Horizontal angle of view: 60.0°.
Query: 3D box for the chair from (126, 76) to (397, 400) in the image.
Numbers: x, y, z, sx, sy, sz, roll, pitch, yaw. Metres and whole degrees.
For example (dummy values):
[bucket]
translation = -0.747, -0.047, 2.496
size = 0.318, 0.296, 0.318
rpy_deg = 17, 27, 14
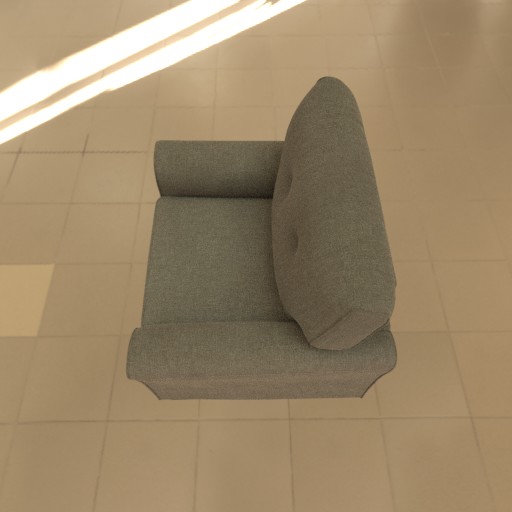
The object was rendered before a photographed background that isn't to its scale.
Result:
[chair]
translation = 0.000, 0.000, 1.616
size = 0.816, 0.890, 0.941
rpy_deg = -1, 59, -1
